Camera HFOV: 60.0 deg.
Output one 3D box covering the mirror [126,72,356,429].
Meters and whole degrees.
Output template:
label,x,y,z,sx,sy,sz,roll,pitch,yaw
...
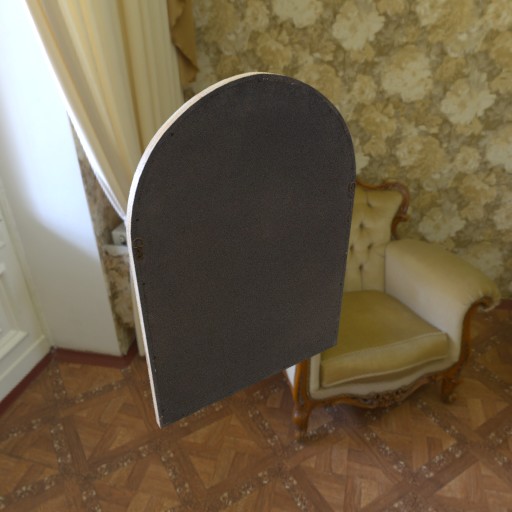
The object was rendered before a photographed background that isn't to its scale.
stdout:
label,x,y,z,sx,sy,sz,roll,pitch,yaw
mirror,0.000,0.000,1.195,0.660,0.920,0.032,-18,34,-28
